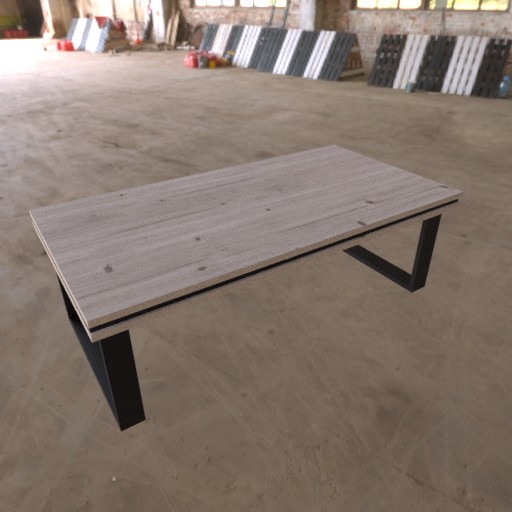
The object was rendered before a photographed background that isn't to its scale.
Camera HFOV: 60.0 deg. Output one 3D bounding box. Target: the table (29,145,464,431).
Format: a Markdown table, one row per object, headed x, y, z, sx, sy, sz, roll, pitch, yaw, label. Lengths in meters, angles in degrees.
| x | y | z | sx | sy | sz | roll | pitch | yaw | label |
| --- | --- | --- | --- | --- | --- | --- | --- | --- | --- |
| 0.000 | 0.000 | 1.659 | 1.350 | 0.450 | 0.700 | -19 | 35 | -28 | table |
